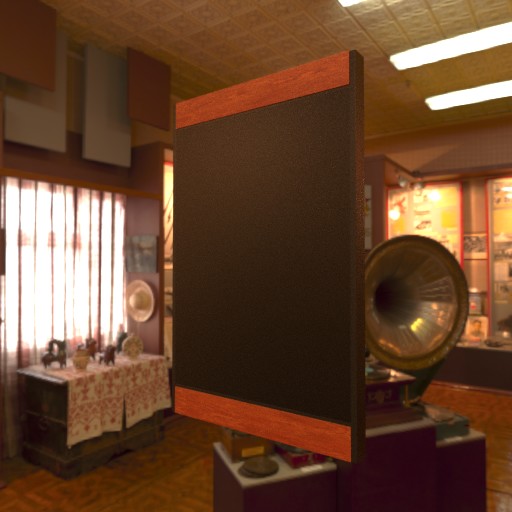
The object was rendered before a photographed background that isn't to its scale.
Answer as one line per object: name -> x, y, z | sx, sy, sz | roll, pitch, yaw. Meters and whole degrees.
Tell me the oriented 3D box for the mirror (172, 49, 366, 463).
mirror -> 0.000, 0.000, 1.052 | 0.525, 0.823, 0.047 | -1, -1, 36
